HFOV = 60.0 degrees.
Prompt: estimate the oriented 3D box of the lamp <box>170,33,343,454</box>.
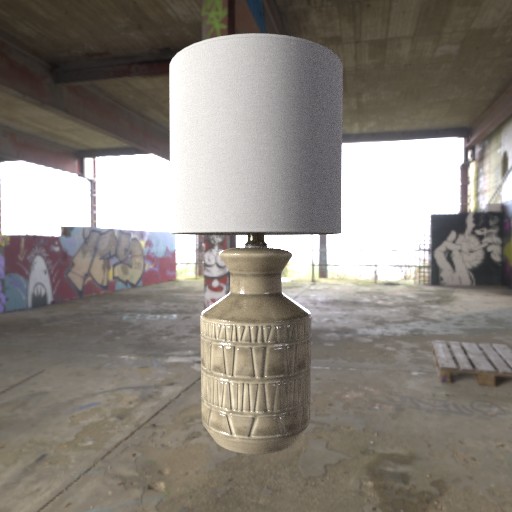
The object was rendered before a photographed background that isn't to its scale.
[{"bbox_3d":[0.000,0.000,0.558,0.211,0.455,0.211,1,2,34],"label":"lamp"}]
